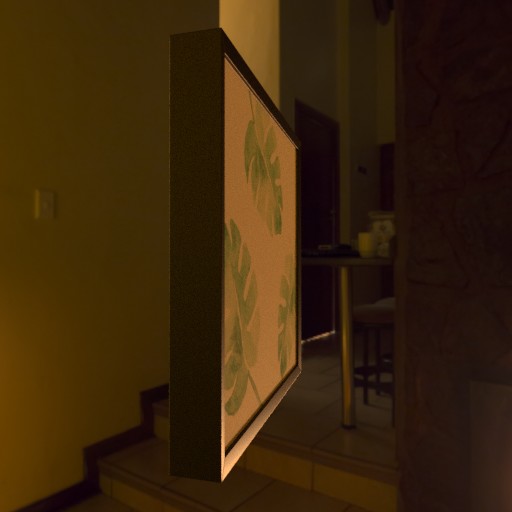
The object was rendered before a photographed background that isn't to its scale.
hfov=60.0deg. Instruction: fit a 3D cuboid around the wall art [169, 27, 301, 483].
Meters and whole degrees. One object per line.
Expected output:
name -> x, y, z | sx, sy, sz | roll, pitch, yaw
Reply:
wall art -> 0.000, 0.000, 0.446 | 0.038, 0.304, 0.304 | 0, 0, 16
